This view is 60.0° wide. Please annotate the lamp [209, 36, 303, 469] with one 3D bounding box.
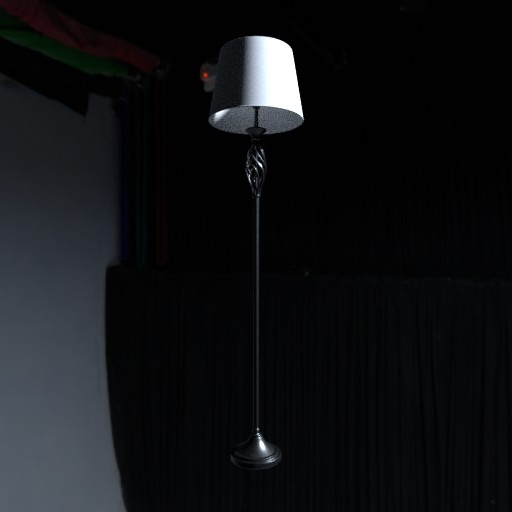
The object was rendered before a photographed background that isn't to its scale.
[{"bbox_3d":[0.000,0.000,1.783,0.379,1.623,0.379,0,0,0],"label":"lamp"}]
